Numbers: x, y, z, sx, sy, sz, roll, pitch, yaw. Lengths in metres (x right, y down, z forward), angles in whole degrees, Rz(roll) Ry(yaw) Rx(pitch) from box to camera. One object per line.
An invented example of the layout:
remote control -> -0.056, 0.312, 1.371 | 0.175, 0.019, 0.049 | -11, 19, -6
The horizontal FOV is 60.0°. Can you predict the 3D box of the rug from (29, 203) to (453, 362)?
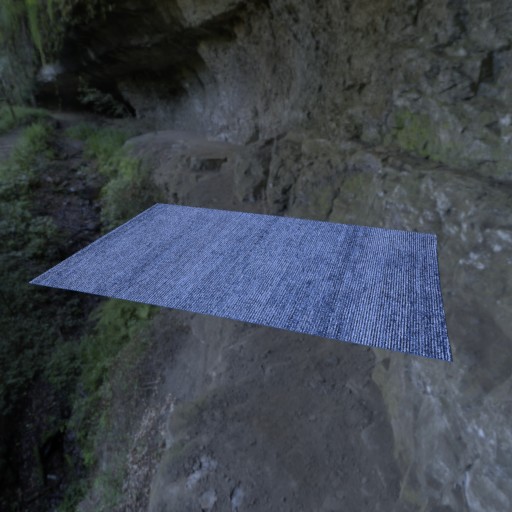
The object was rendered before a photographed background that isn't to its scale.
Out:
rug -> 0.000, 0.000, 2.192 | 1.740, 0.010, 1.135 | 8, 27, 16
